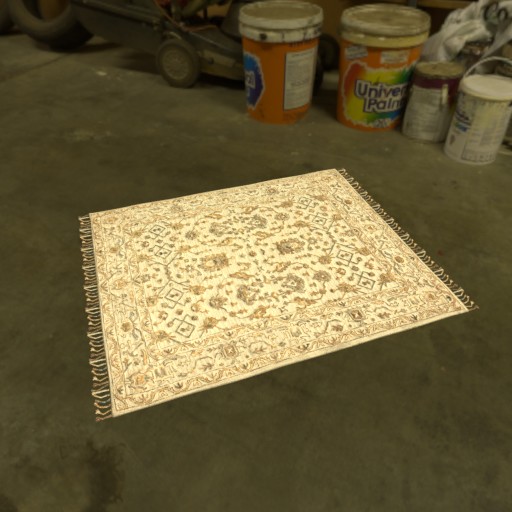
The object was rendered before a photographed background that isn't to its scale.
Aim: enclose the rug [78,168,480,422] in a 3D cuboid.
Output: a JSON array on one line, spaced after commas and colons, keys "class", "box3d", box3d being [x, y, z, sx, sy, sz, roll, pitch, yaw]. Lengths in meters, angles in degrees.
[{"class": "rug", "box3d": [0.000, 0.000, 4.101, 3.061, 0.034, 2.426, -13, 42, -14]}]
